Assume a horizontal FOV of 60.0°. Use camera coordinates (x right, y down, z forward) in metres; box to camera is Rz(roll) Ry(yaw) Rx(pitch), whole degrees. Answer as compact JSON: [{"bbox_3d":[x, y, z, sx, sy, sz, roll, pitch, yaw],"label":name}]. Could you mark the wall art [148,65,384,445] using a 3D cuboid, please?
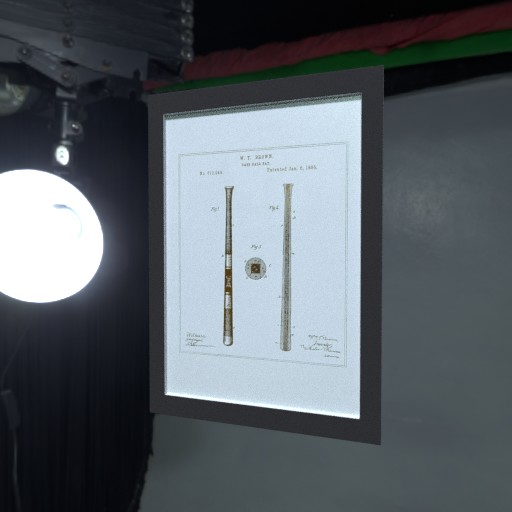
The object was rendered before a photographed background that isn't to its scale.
[{"bbox_3d":[0.000,0.000,0.682,0.374,0.529,0.012,0,1,19],"label":"wall art"}]
